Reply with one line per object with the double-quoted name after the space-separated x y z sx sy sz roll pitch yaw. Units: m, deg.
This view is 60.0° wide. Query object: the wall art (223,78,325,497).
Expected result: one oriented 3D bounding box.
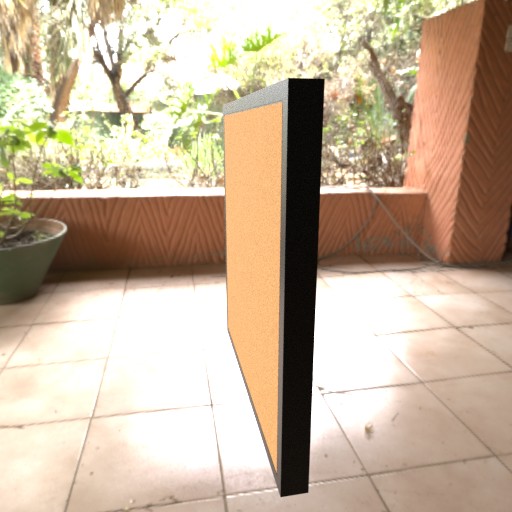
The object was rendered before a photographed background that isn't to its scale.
0.000 0.000 0.746 0.038 0.506 0.506 -3 16 -11 "wall art"
